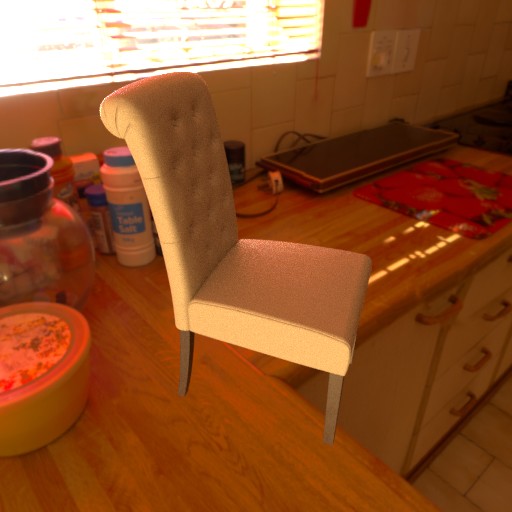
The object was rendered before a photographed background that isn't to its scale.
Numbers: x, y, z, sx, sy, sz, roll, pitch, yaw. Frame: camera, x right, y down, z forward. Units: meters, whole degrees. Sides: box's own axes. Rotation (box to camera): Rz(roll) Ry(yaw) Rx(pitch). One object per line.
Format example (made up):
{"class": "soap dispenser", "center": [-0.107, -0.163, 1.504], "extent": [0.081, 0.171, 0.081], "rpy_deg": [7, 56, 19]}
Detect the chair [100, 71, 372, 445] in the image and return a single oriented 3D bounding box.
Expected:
{"class": "chair", "center": [0.000, 0.000, 1.358], "extent": [0.671, 1.006, 0.456], "rpy_deg": [10, 32, 17]}
